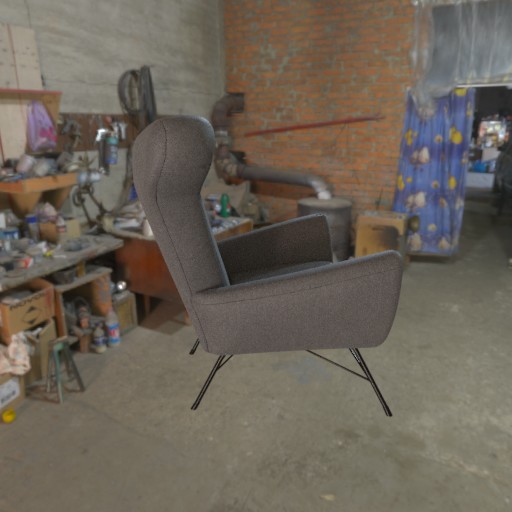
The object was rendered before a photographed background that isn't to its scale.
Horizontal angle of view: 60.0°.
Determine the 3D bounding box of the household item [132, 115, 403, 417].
[{"bbox_3d":[0.000,0.000,1.772,0.900,1.050,0.980,-2,16,-9],"label":"household item"}]
